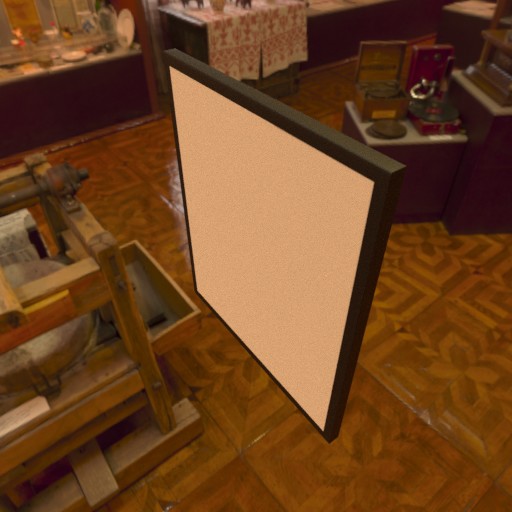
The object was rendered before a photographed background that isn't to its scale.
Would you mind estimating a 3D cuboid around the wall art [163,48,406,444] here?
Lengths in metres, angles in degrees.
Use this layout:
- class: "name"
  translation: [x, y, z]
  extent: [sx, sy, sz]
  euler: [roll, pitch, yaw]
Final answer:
- class: "wall art"
  translation: [0.000, 0.000, 0.694]
  extent: [0.021, 0.509, 0.430]
  euler: [-26, 48, -27]
